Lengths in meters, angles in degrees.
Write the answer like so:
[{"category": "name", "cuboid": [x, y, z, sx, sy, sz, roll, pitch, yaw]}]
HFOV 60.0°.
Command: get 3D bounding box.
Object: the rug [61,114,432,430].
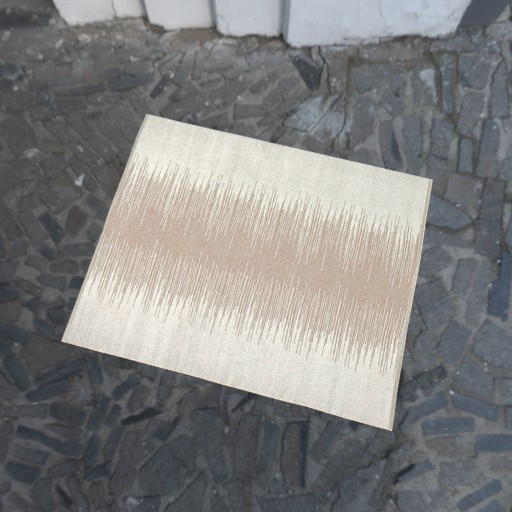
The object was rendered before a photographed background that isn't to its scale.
[{"category": "rug", "cuboid": [0.000, 0.000, 4.238, 3.048, 0.013, 2.438, 14, 74, 4]}]
